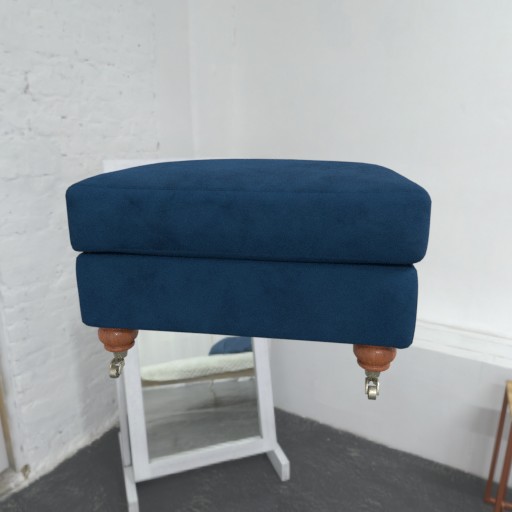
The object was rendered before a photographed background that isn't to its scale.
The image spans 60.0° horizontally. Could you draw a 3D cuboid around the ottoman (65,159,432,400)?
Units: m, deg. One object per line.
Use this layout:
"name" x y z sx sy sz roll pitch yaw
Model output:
"ottoman" 0.000 0.000 1.195 0.773 0.503 0.572 2 16 8
